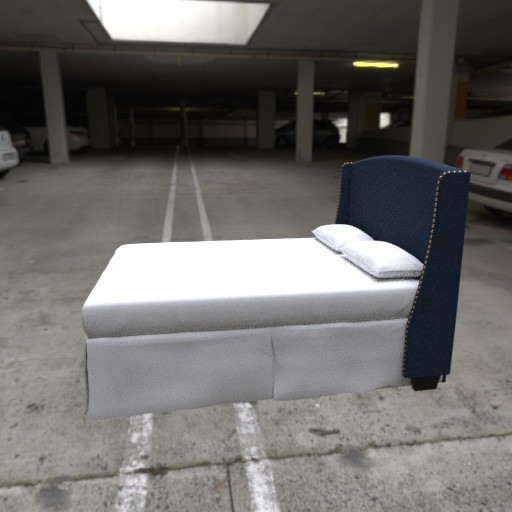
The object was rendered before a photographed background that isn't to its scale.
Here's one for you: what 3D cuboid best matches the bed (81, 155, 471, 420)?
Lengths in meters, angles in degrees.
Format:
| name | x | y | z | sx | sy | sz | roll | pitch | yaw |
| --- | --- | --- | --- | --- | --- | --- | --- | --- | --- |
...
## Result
| name | x | y | z | sx | sy | sz | roll | pitch | yaw |
| --- | --- | --- | --- | --- | --- | --- | --- | --- | --- |
| bed | 0.000 | 0.000 | 3.182 | 2.223 | 1.402 | 1.604 | -2 | 14 | -9 |
